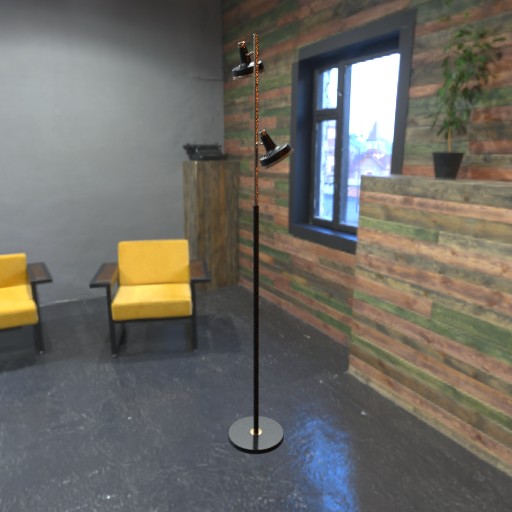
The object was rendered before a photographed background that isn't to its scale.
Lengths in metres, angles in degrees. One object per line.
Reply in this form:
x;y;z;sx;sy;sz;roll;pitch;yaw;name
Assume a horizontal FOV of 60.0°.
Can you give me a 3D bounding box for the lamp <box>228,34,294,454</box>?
0.000;0.000;1.821;0.253;1.674;0.351;-6;14;-26;lamp
